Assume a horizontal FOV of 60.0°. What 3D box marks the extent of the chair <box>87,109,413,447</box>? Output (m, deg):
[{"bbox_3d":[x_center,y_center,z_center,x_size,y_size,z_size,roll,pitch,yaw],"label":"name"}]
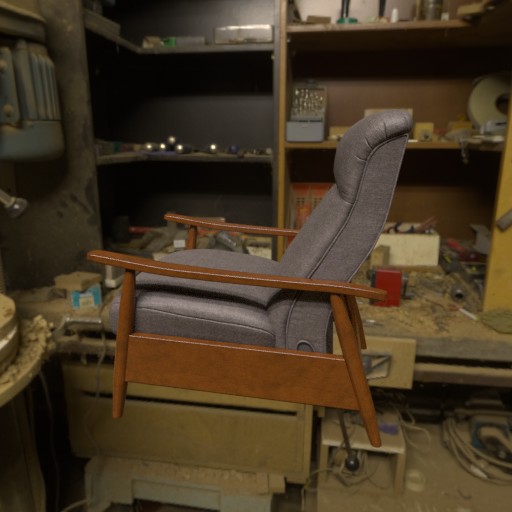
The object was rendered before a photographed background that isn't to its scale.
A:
[{"bbox_3d":[0.000,0.000,1.760,1.014,1.081,0.762,3,16,9],"label":"chair"}]
